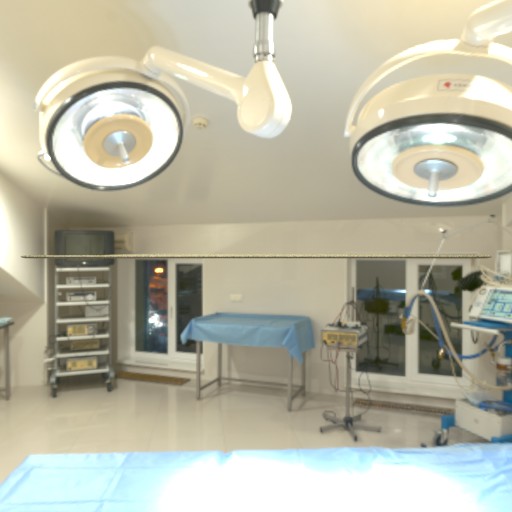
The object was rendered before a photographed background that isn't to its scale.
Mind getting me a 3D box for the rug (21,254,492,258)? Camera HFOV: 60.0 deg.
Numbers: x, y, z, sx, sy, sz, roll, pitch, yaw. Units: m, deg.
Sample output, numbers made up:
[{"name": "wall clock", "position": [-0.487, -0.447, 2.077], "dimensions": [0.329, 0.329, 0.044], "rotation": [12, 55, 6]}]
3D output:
[{"name": "rug", "position": [0.000, 0.000, 2.932], "dimensions": [2.270, 0.017, 1.606], "rotation": [0, 0, 0]}]
